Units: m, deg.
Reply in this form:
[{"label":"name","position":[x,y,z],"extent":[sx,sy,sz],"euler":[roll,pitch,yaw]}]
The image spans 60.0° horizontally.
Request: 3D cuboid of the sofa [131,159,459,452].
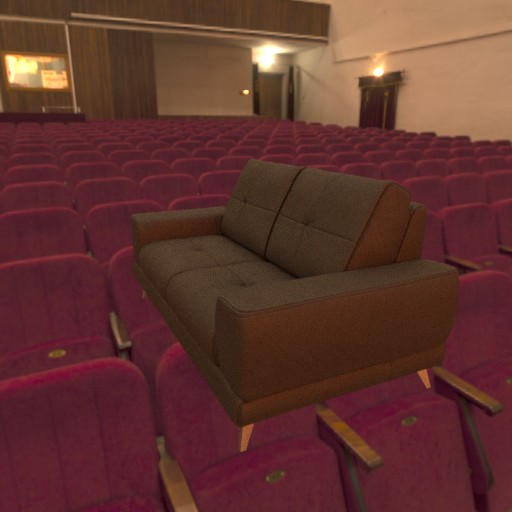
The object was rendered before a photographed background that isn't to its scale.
[{"label":"sofa","position":[0.000,0.000,2.354],"extent":[1.018,0.907,1.806],"euler":[-8,18,-25]}]
